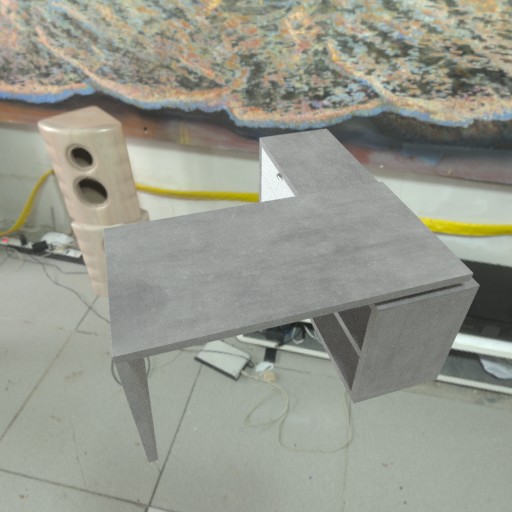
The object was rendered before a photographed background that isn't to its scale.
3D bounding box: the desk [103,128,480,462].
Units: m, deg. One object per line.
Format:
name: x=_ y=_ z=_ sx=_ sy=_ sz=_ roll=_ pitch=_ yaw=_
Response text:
desk: x=0.000 y=0.000 z=2.335 sx=1.400 sy=0.740 sz=1.500 roll=-11 pitch=42 yaw=-13
